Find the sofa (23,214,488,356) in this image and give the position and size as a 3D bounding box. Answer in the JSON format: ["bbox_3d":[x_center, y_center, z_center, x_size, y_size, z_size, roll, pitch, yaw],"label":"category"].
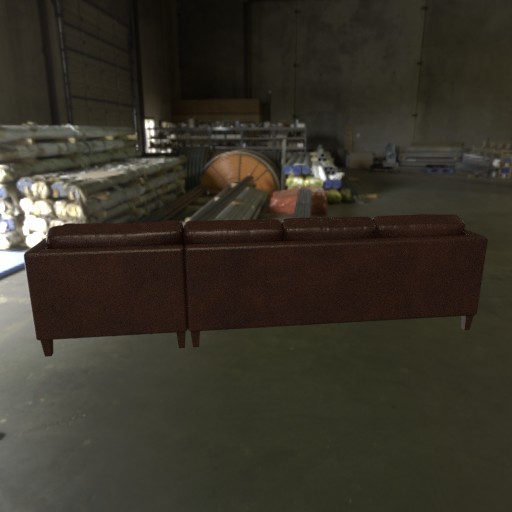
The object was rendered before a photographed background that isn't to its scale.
[{"bbox_3d":[0.000,0.000,3.839,3.203,0.883,1.581,-2,16,-7],"label":"sofa"}]
